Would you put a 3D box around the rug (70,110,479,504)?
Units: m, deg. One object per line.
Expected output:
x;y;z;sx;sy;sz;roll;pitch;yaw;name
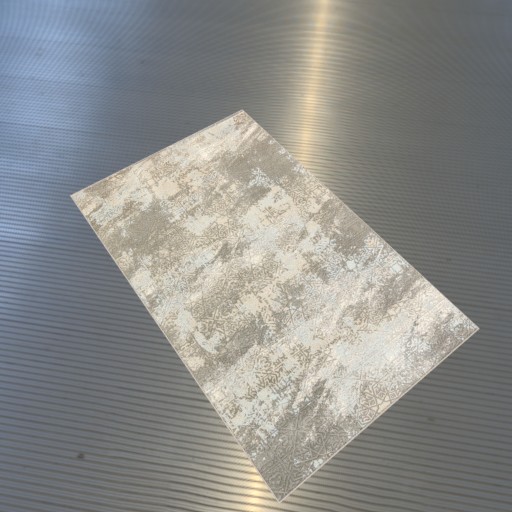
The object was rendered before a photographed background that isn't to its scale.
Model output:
0.000;0.000;2.933;1.536;0.012;2.431;-32;64;-18;rug
